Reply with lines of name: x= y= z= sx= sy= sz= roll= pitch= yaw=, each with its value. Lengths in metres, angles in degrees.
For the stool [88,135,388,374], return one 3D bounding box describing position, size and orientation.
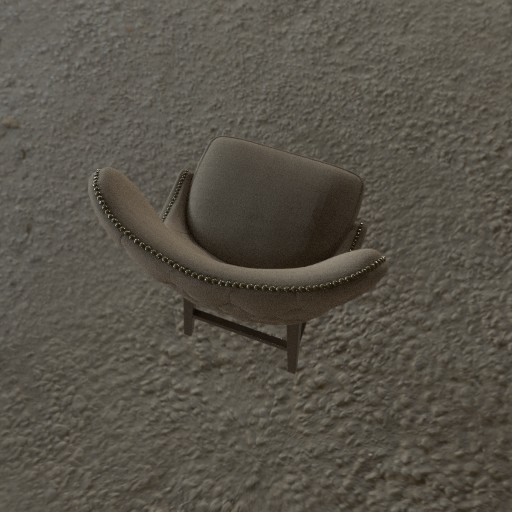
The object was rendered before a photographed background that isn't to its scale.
stool: x=0.000 y=0.000 z=1.307 sx=0.615 sy=0.972 sz=0.597 roll=18 pitch=67 yaw=8
